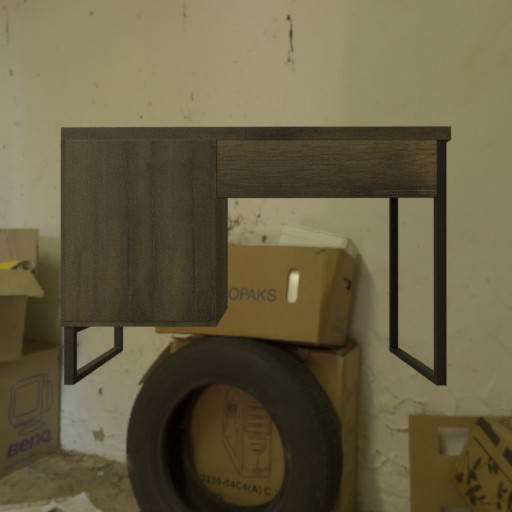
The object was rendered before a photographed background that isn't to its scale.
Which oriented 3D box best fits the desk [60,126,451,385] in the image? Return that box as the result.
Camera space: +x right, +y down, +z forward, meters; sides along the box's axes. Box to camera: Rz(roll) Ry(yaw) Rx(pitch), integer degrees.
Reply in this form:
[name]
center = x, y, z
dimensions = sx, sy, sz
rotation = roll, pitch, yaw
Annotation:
[desk]
center = 0.000, 0.000, 1.540
dimensions = 1.134, 0.752, 0.511
rotation = 0, 0, 0
